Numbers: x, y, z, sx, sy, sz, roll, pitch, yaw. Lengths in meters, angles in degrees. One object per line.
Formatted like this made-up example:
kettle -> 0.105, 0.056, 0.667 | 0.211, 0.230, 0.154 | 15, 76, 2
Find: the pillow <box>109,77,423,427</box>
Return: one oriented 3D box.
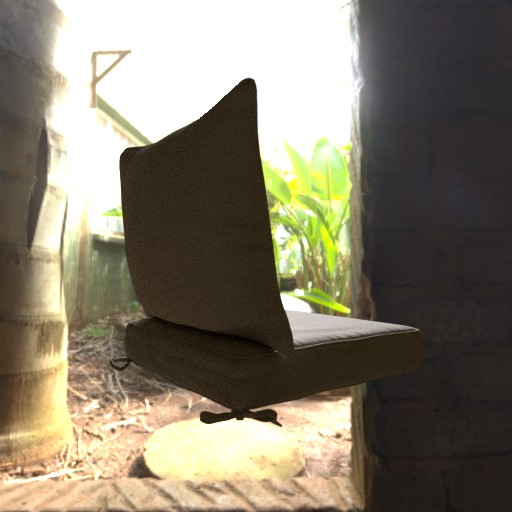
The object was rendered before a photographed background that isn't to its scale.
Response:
pillow -> 0.000, 0.000, 1.349 | 0.733, 0.716, 0.798 | 0, -1, -36
